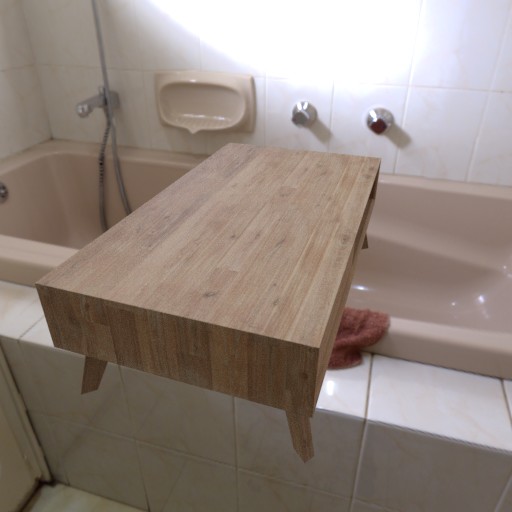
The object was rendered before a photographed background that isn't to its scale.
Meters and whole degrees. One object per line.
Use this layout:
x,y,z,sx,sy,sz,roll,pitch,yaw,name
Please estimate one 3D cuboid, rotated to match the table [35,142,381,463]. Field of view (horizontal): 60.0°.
0.000,0.000,2.053,0.918,0.531,1.619,10,32,16,table
